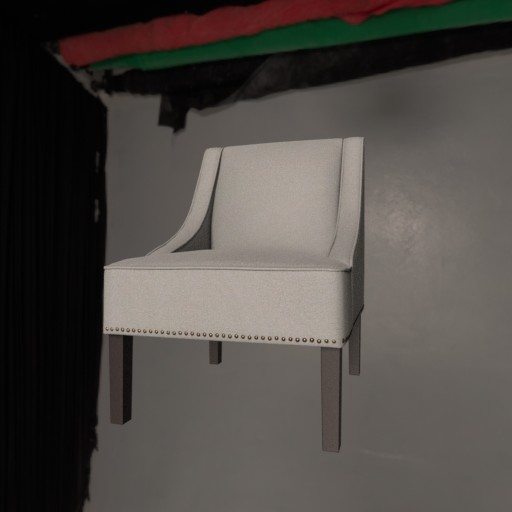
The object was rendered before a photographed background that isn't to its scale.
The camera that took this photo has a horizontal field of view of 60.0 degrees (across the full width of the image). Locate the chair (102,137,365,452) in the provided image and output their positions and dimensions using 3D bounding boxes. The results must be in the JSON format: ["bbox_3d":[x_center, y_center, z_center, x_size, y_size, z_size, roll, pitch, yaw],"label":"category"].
[{"bbox_3d":[0.000,0.000,1.387,0.631,0.867,0.747,0,0,17],"label":"chair"}]
